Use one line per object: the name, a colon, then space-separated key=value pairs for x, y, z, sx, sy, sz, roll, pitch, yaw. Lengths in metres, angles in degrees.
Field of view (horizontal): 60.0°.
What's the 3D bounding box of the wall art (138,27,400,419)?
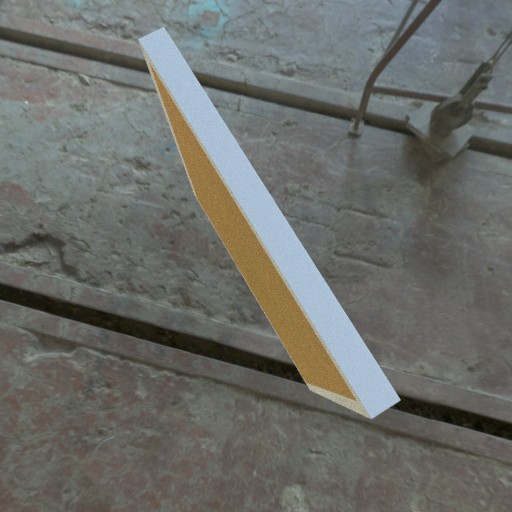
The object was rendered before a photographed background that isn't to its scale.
wall art: x=0.000 y=0.000 z=0.737 sx=0.035 sy=0.507 sz=0.508 roll=-30 pitch=78 yaw=-7
